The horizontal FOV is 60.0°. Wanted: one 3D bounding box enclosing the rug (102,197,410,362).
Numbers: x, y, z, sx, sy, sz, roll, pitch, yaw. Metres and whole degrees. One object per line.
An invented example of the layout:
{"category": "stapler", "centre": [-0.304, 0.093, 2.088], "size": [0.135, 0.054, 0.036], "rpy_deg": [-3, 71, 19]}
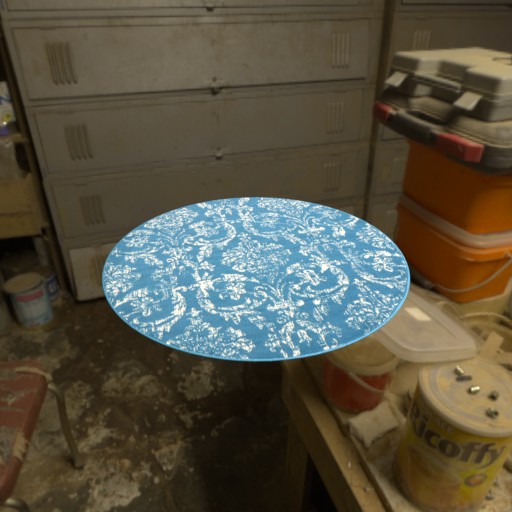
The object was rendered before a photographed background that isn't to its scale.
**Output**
{"category": "rug", "centre": [0.000, 0.000, 2.392], "size": [1.593, 0.012, 1.593], "rpy_deg": [0, 31, 0]}
